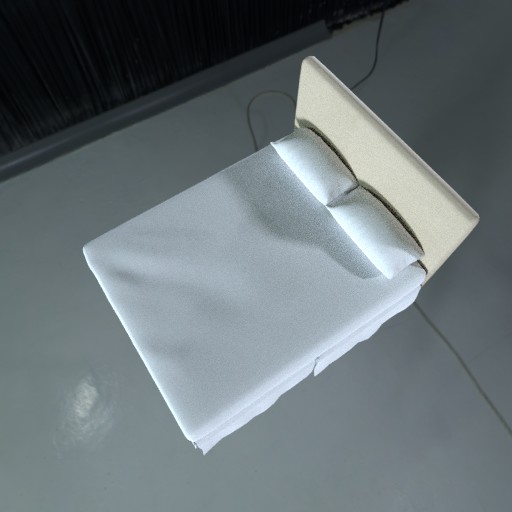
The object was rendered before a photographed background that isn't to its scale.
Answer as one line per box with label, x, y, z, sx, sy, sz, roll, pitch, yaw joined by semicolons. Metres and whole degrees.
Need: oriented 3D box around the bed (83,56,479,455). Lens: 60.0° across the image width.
bed;0.000;0.000;3.183;2.142;1.330;1.723;-31;68;-14
